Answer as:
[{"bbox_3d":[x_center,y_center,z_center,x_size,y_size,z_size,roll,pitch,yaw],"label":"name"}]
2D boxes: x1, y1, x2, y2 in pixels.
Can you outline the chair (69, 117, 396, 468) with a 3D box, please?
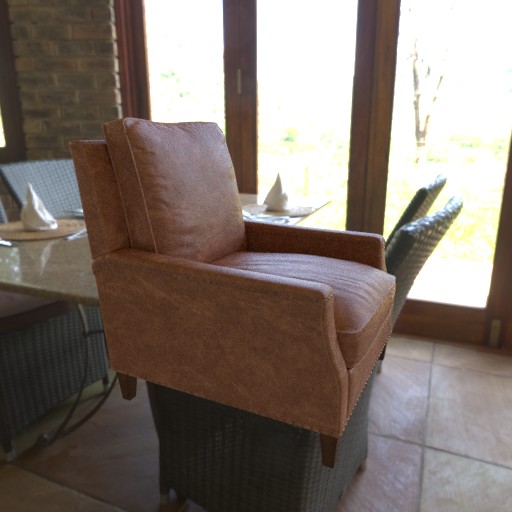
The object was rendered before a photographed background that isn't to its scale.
[{"bbox_3d":[0.000,0.000,1.775,1.035,1.054,0.854,7,17,26],"label":"chair"}]
